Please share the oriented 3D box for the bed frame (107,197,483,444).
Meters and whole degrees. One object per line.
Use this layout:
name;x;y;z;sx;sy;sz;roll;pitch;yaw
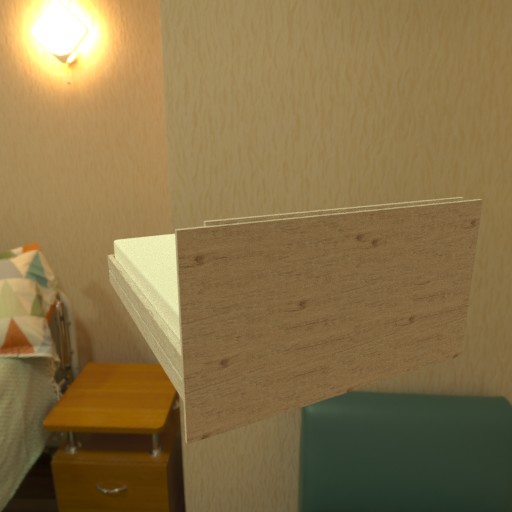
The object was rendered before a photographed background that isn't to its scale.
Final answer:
bed frame;0.000;0.000;3.079;1.750;0.970;2.080;-8;17;-26
